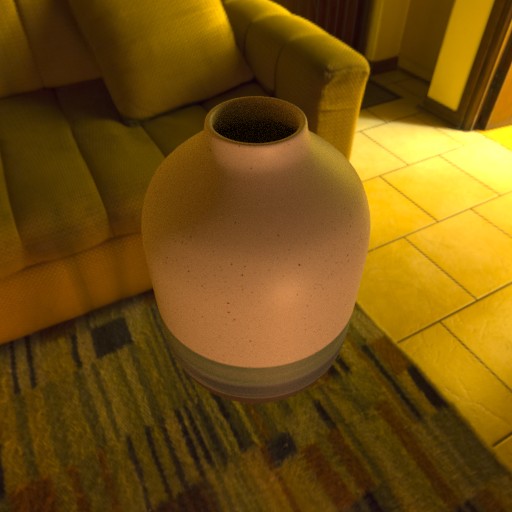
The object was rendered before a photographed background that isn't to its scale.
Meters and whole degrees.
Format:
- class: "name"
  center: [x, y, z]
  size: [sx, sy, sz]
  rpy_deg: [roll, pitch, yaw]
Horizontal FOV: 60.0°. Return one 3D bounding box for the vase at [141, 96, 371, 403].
- class: "vase"
  center: [0.000, 0.000, 0.359]
  size: [0.169, 0.240, 0.169]
  rpy_deg: [0, 45, 0]
